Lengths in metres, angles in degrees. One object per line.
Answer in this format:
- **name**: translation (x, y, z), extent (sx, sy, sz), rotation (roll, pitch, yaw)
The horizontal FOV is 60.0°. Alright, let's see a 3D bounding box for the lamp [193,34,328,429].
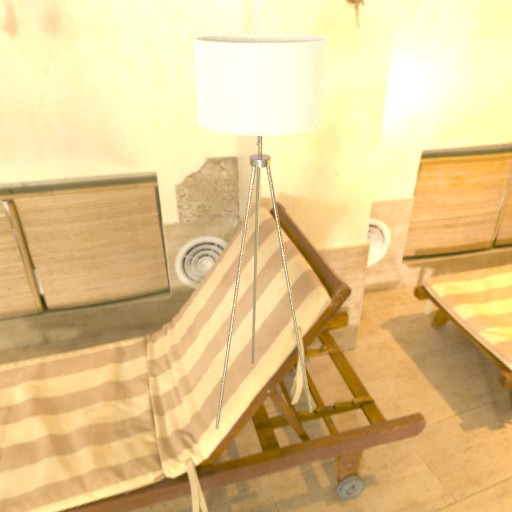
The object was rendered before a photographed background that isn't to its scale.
- **lamp**: translation (0.000, 0.000, 1.745), extent (0.448, 1.545, 0.458), rotation (-8, 30, -14)
